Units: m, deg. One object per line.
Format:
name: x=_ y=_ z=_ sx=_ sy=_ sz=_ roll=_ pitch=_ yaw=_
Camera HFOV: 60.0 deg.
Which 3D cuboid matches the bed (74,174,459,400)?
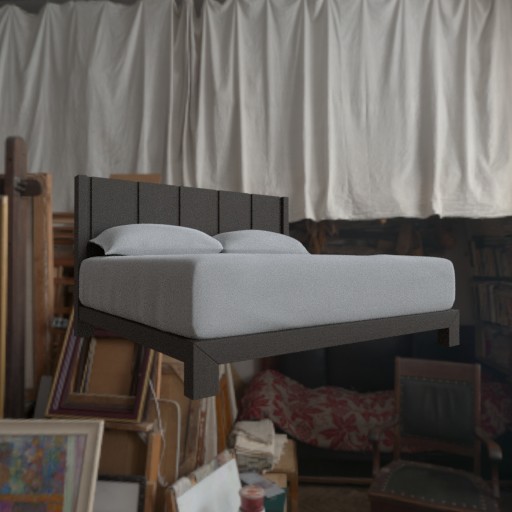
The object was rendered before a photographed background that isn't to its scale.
bed: x=0.000 y=0.000 z=3.354 sx=2.134 sy=1.270 sz=2.012 roll=0 pitch=-1 yaw=-36
